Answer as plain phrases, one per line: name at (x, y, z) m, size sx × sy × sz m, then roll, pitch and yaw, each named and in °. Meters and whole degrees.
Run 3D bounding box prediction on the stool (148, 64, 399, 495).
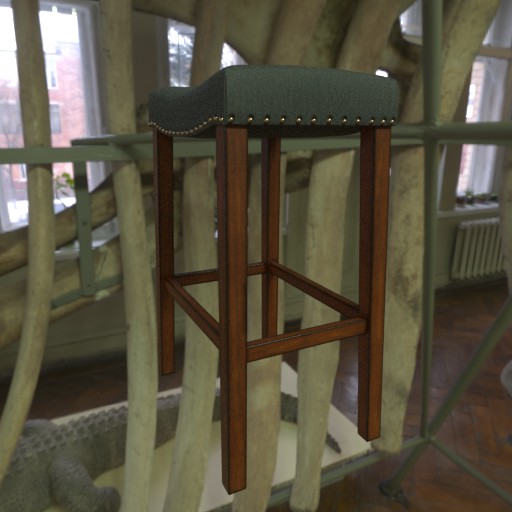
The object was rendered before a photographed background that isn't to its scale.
stool at (0.000, 0.000, 1.019) m, size 0.366 × 0.760 × 0.502 m, roll -8°, pitch 17°, yaw -26°
